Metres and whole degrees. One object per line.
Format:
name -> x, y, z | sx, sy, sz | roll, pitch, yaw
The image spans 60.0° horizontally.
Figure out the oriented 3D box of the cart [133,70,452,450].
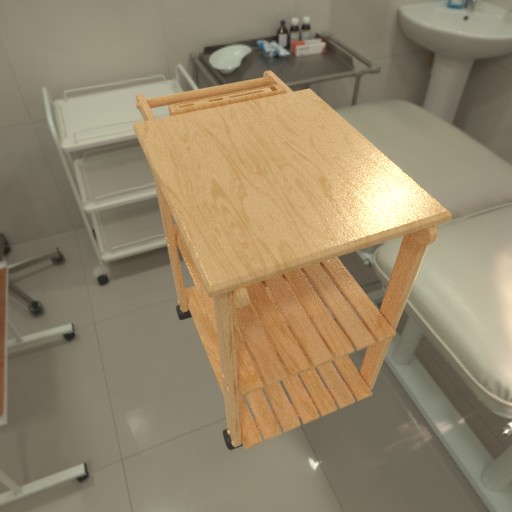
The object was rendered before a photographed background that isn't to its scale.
cart -> 0.000, 0.000, 1.368 | 0.520, 0.816, 0.843 | -17, 48, -16
